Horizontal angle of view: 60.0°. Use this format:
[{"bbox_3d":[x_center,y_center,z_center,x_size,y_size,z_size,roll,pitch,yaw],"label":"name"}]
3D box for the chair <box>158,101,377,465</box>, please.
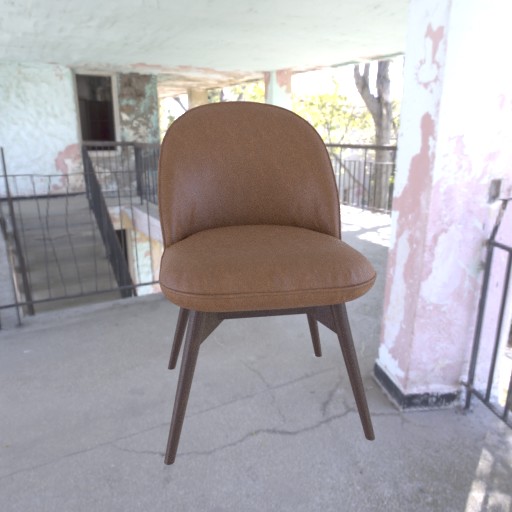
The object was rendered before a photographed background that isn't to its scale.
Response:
[{"bbox_3d":[0.000,0.000,1.202,0.521,0.831,0.631,-3,16,-9],"label":"chair"}]
